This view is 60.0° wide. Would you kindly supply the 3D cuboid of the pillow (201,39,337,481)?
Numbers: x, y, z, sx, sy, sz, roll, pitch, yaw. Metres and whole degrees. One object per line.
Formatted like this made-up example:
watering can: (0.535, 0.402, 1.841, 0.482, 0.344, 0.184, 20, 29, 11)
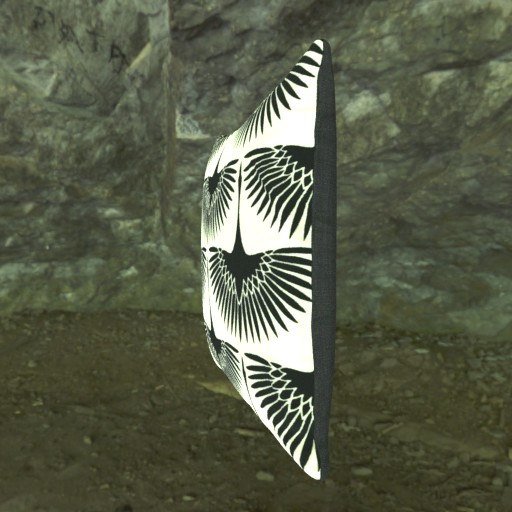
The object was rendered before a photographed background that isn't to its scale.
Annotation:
pillow: (0.000, 0.000, 0.635, 0.139, 0.432, 0.432, -1, 2, -18)
